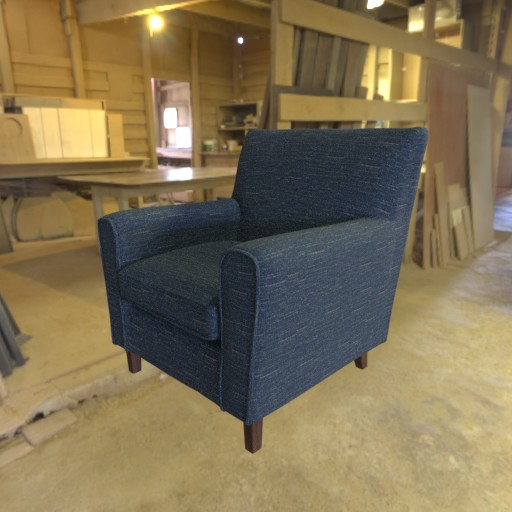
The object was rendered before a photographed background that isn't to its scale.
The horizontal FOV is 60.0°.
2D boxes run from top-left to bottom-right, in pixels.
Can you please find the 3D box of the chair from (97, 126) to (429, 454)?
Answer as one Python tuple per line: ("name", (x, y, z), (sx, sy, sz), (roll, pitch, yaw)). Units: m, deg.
("chair", (0.000, 0.000, 1.655), (0.864, 0.928, 0.873), (14, 21, 42))
